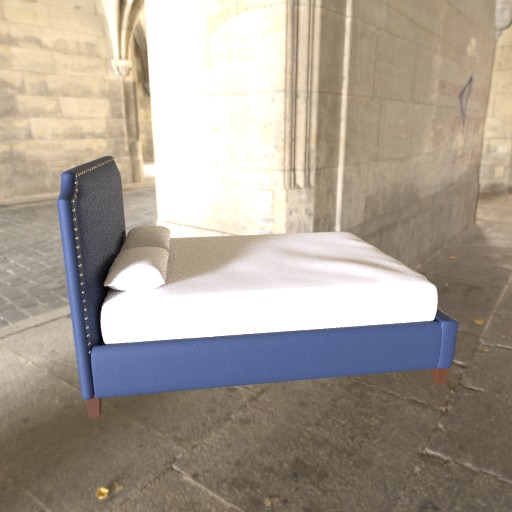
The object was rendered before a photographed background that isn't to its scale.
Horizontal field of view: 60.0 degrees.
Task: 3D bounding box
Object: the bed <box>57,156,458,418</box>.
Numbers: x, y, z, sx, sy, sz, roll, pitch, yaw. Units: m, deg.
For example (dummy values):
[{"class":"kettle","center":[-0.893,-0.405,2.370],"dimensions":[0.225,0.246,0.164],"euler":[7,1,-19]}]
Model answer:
[{"class":"bed","center":[0.000,0.000,3.379],"dimensions":[2.372,1.443,1.712],"euler":[-3,16,-9]}]
